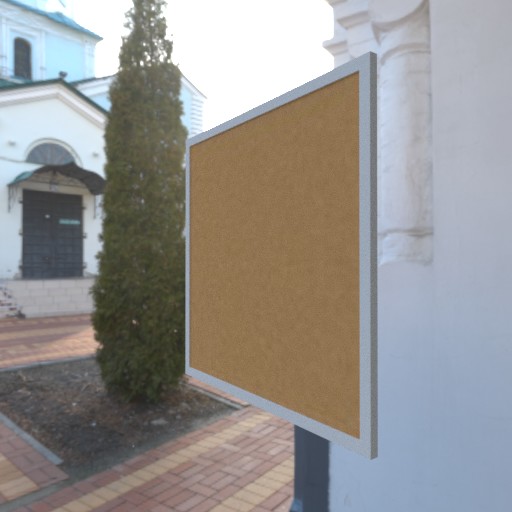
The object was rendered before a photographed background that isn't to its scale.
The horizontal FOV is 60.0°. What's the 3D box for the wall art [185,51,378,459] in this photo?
[{"bbox_3d":[0.000,0.000,0.685,0.012,0.457,0.457,0,-1,-36],"label":"wall art"}]
